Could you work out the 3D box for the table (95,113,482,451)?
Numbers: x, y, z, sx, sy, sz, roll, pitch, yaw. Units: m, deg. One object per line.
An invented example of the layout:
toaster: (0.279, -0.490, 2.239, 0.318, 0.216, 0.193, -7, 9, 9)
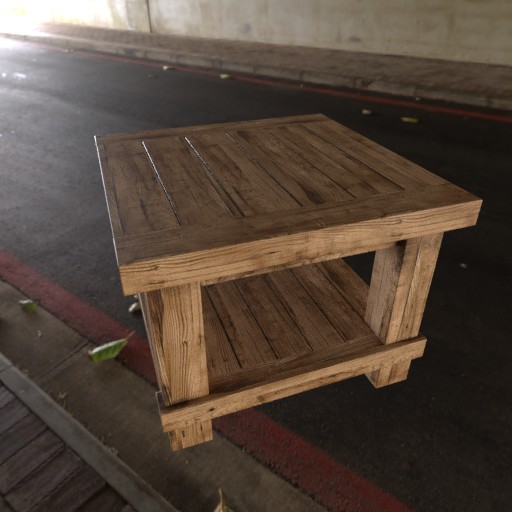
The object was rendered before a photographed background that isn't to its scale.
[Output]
table: (0.000, 0.000, 1.038, 0.610, 0.457, 0.610, -11, 34, -17)
